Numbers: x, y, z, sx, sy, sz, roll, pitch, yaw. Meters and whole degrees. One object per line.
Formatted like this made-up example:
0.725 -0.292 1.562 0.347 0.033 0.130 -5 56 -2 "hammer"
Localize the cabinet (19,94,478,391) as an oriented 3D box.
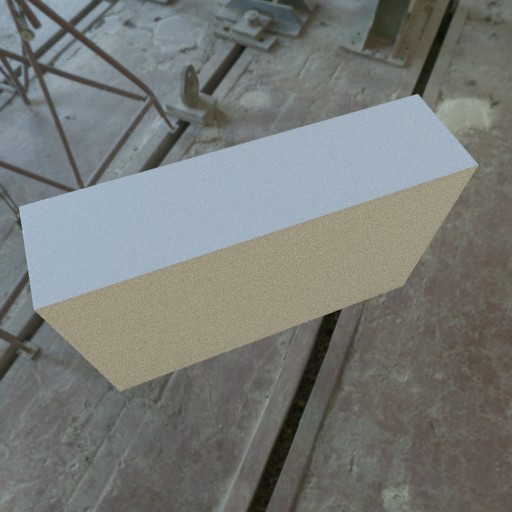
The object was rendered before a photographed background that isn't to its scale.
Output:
0.000 0.000 1.824 1.450 0.900 0.380 -19 61 -11 "cabinet"
